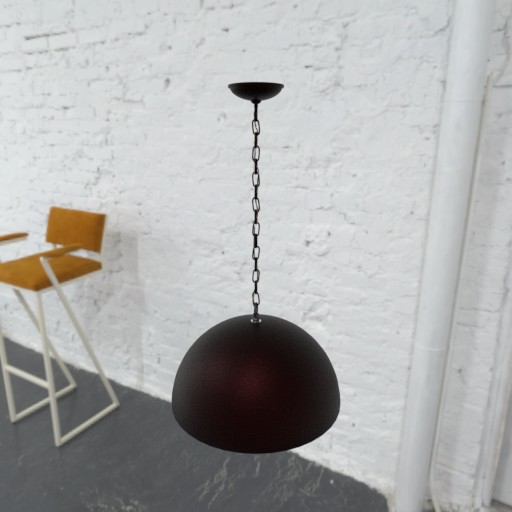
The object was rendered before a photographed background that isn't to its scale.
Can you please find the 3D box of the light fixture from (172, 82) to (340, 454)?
[{"bbox_3d":[0.000,0.000,1.204,0.492,0.869,0.492,2,15,9],"label":"light fixture"}]
